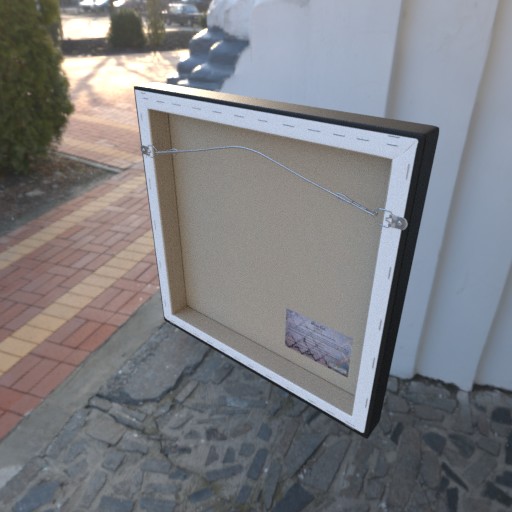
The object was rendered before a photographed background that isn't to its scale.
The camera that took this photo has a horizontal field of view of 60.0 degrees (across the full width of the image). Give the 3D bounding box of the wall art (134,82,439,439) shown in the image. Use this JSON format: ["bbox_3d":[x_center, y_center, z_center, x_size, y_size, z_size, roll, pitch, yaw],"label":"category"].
[{"bbox_3d":[0.000,0.000,0.608,0.406,0.407,0.041,22,37,33],"label":"wall art"}]
